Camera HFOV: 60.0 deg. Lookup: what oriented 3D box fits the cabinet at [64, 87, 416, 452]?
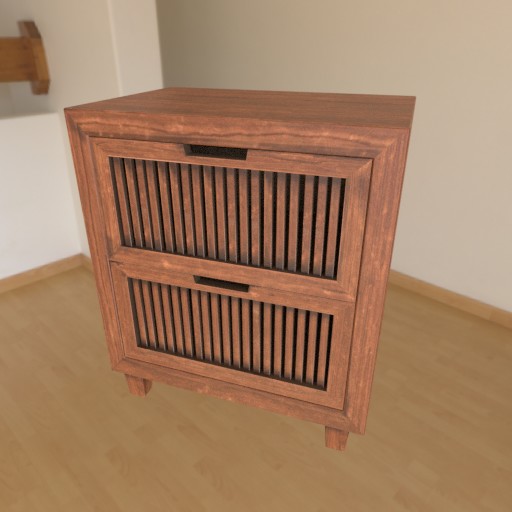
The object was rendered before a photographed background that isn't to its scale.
[{"bbox_3d":[0.000,0.000,1.047,0.607,0.695,0.410,9,28,17],"label":"cabinet"}]
